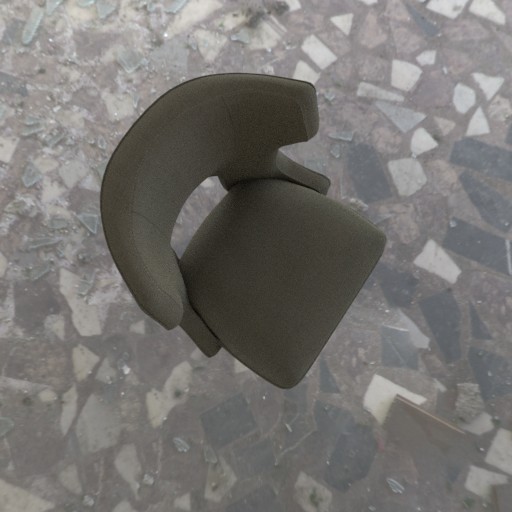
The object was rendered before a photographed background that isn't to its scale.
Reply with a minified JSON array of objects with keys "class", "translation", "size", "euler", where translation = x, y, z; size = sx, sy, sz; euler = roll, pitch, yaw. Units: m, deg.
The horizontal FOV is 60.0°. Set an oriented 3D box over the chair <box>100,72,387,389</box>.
[{"class":"chair","translation":[0.000,0.000,1.235],"size":[0.581,0.863,0.595],"euler":[34,79,8]}]
